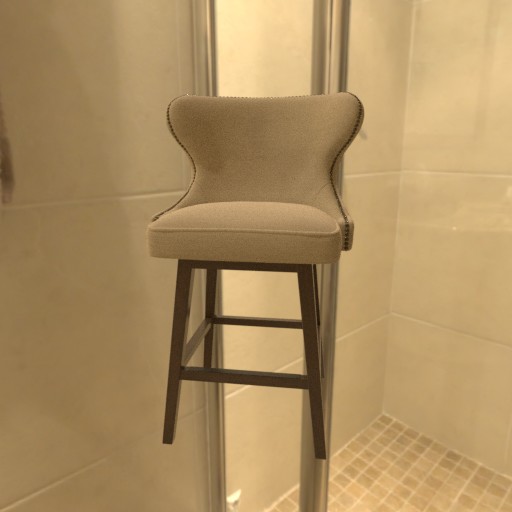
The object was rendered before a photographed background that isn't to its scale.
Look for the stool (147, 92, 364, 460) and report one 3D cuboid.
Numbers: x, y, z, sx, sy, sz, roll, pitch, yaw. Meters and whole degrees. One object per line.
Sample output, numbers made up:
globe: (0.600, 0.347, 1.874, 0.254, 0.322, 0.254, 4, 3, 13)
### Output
stool: (0.000, 0.000, 1.345, 0.615, 0.972, 0.597, 2, 14, 8)
